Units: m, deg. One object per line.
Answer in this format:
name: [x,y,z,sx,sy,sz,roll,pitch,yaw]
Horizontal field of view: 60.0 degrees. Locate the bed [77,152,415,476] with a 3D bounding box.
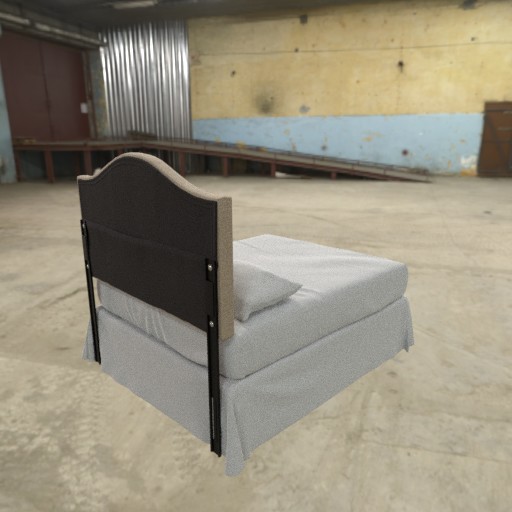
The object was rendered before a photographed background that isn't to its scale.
bed: [0.000,0.000,3.491,2.221,1.645,1.876,-15,21,-43]
